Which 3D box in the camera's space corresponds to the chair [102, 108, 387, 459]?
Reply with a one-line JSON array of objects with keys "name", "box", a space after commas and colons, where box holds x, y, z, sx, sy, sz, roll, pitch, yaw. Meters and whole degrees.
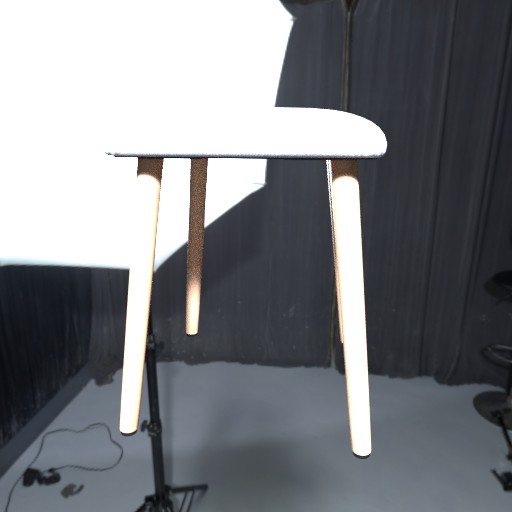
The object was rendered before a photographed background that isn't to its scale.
[{"name": "chair", "box": [0.000, 0.000, 0.702, 0.350, 0.440, 0.350, 2, 15, 8]}]
